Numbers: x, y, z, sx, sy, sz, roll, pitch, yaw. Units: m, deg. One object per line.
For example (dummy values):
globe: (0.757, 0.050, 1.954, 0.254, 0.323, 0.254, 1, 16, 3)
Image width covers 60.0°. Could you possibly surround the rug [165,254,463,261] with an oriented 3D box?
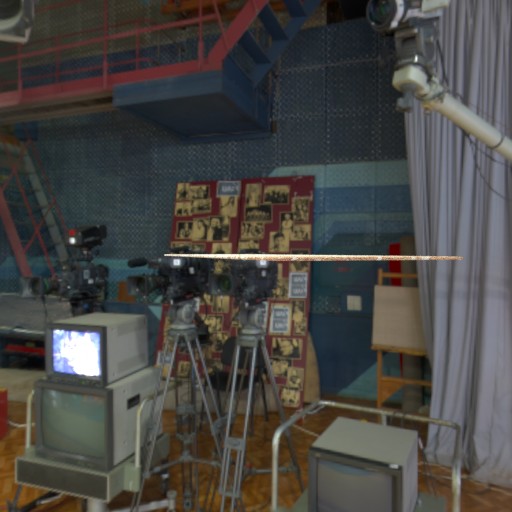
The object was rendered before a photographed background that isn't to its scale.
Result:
rug: (0.000, 0.000, 2.643, 0.750, 0.011, 2.435, 0, 0, -19)
